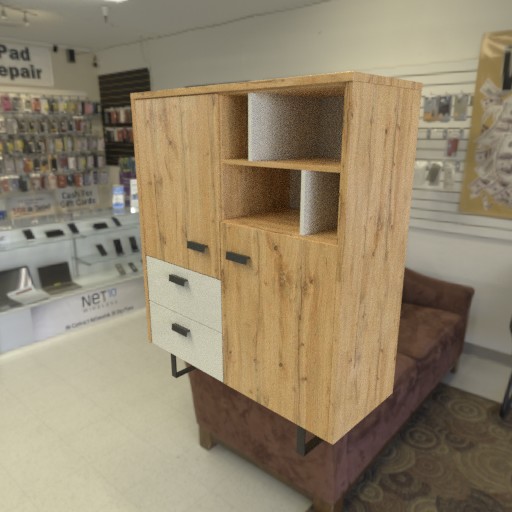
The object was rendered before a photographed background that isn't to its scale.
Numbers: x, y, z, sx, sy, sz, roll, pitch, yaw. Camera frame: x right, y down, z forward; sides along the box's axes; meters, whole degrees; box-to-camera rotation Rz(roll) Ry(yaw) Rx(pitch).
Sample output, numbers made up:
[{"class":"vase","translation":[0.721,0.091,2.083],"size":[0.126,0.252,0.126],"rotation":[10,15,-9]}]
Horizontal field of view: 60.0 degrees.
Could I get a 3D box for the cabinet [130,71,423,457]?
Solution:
[{"class":"cabinet","translation":[0.000,0.000,1.971],"size":[1.168,1.397,0.473],"rotation":[15,22,42]}]
